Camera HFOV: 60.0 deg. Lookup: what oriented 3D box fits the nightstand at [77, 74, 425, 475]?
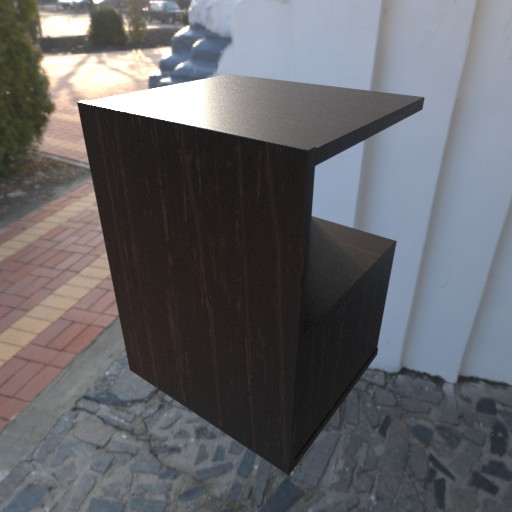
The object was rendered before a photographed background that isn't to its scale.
[{"bbox_3d":[0.000,0.000,0.820,0.400,0.559,0.356,21,36,31],"label":"nightstand"}]
